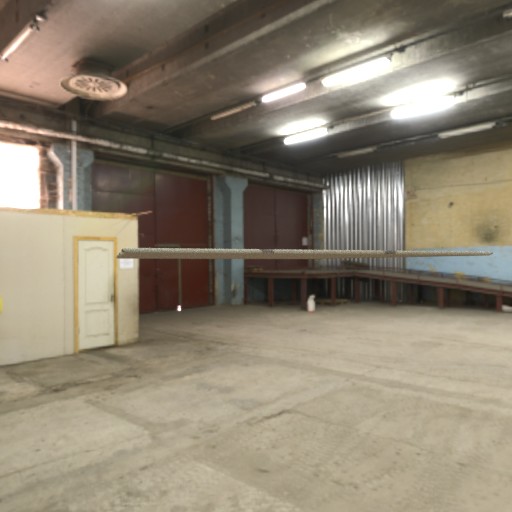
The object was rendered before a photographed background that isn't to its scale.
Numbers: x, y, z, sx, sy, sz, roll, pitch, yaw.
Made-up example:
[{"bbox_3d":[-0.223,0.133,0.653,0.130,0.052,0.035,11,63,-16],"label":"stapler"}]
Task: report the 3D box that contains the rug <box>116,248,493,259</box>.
[{"bbox_3d":[0.000,0.000,4.024,2.399,0.026,3.000,0,-1,-18],"label":"rug"}]
